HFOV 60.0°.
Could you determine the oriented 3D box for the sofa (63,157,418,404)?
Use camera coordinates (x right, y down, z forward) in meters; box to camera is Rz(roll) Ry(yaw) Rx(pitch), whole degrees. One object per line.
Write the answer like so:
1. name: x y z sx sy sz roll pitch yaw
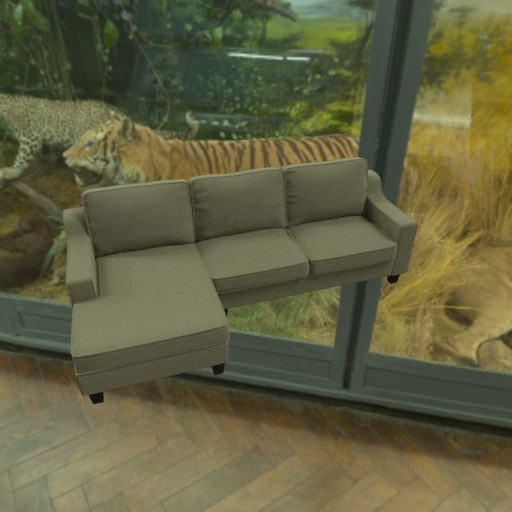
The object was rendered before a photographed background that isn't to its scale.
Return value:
1. sofa: 0.000 0.000 3.233 2.561 0.928 1.294 -10 33 -15
